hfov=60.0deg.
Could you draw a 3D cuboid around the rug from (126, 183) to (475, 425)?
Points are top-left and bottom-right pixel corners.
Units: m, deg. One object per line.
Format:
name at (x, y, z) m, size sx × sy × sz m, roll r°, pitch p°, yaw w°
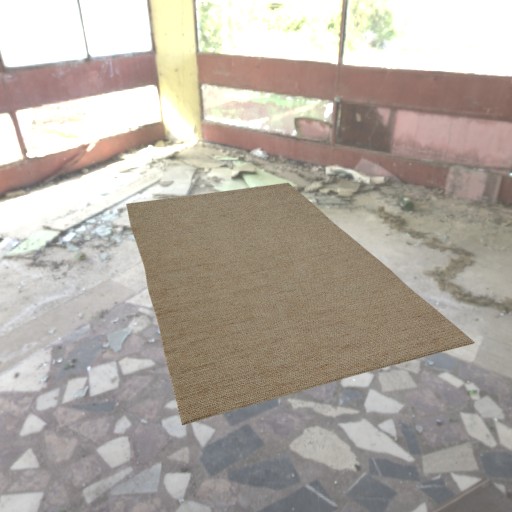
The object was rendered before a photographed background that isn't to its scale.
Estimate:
rug at (0.000, 0.000, 3.054) m, size 1.533 × 0.011 × 2.439 m, roll -10°, pitch 32°, yaw -17°
